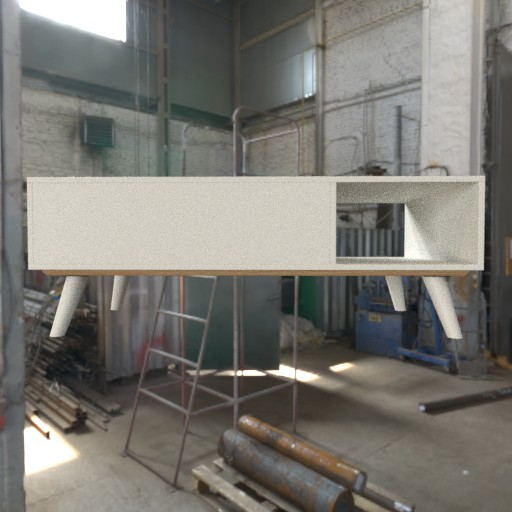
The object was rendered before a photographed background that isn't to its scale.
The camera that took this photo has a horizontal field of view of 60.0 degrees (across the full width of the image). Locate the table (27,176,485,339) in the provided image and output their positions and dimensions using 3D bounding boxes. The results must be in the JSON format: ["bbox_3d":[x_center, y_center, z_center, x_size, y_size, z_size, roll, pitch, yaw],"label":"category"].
[{"bbox_3d":[0.000,0.000,1.464,1.194,0.432,0.609,0,2,1],"label":"table"}]
